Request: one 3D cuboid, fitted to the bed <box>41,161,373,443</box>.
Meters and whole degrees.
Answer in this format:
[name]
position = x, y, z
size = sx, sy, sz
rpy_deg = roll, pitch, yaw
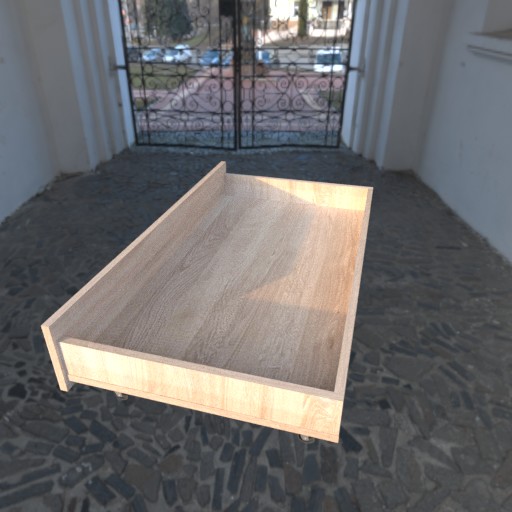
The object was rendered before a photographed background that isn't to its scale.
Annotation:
[bed]
position = 0.000, 0.000, 1.461
size = 0.685, 0.209, 1.200
rpy_deg = 8, 31, 14
